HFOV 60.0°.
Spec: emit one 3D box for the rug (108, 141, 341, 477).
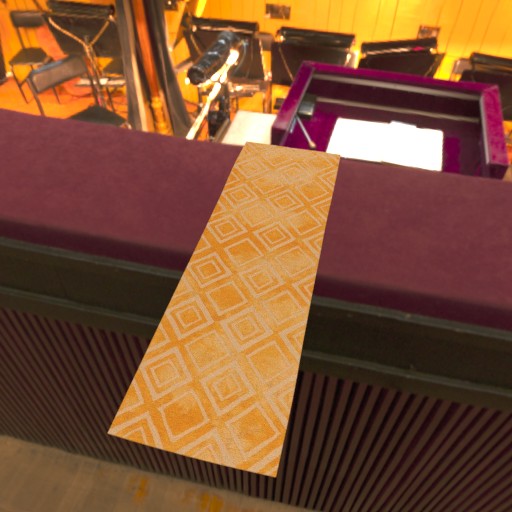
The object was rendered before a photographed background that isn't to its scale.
[{"bbox_3d":[0.000,0.000,2.712,0.775,0.010,2.438,10,47,9],"label":"rug"}]
